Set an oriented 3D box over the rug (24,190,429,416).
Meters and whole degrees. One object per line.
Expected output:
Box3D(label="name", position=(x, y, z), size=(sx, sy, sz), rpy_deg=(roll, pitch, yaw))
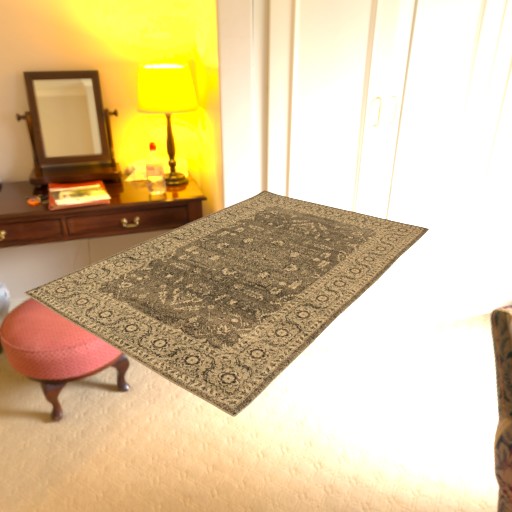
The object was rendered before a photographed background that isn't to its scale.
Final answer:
Box3D(label="rug", position=(0.000, 0.000, 2.286), size=(1.209, 0.019, 1.828), rpy_deg=(18, 31, 33))
